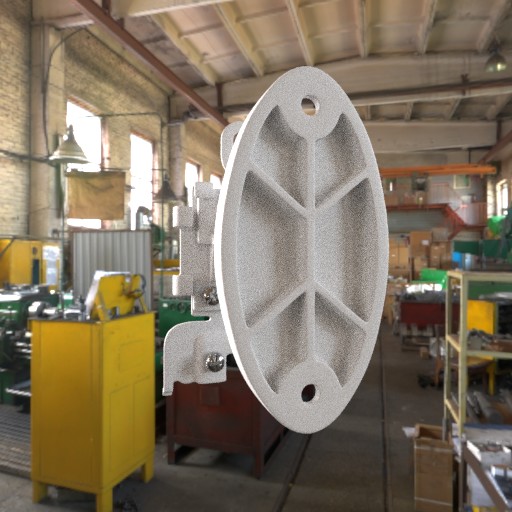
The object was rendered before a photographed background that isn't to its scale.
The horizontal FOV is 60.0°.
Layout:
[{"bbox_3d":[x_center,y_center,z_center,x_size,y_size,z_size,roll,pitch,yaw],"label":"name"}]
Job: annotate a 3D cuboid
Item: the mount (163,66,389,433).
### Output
[{"bbox_3d":[0.000,0.000,0.173,0.066,0.118,0.100,0,0,-18],"label":"mount"}]
